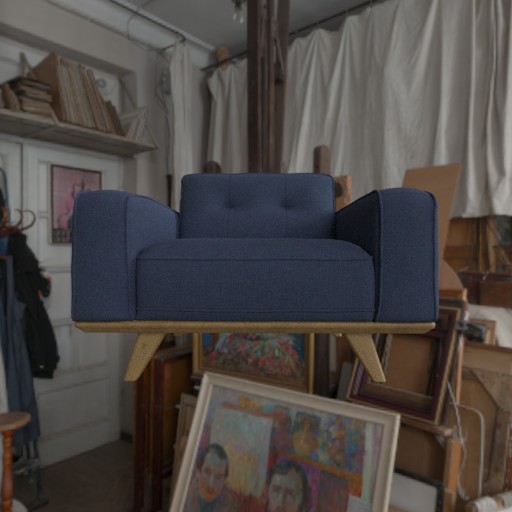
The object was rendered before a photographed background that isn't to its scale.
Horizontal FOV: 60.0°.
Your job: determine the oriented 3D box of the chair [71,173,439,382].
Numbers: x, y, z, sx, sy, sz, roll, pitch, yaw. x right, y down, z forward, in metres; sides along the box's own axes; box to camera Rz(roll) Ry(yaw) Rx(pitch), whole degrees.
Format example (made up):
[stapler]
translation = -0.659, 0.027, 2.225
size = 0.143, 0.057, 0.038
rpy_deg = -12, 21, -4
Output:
[chair]
translation = 0.000, 0.000, 1.773
size = 1.118, 0.783, 0.953
rpy_deg = 0, 0, 1
